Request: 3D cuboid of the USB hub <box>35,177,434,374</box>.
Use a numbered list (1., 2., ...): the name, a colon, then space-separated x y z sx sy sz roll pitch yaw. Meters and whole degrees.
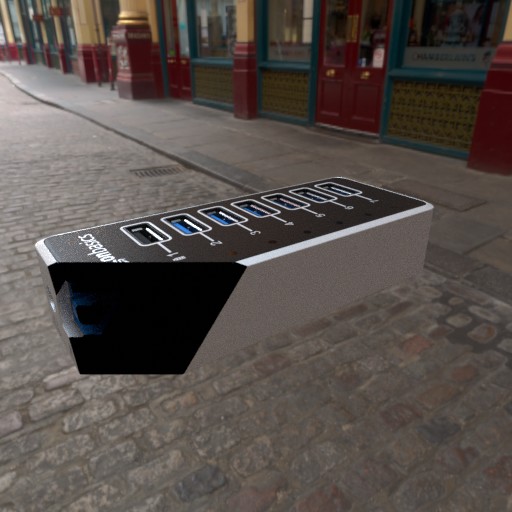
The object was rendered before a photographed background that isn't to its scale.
1. USB hub: 0.000 0.000 0.130 0.110 0.023 0.044 -17 30 -32
